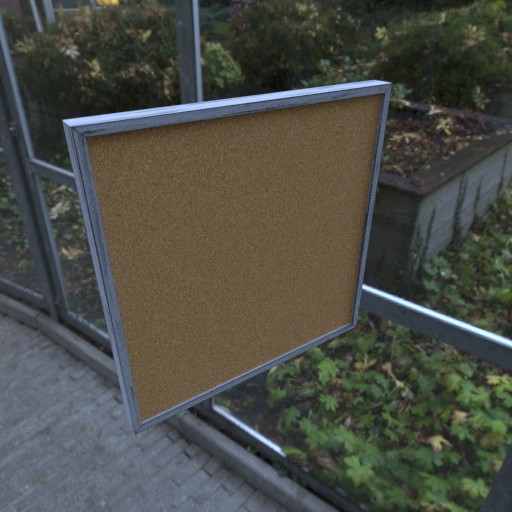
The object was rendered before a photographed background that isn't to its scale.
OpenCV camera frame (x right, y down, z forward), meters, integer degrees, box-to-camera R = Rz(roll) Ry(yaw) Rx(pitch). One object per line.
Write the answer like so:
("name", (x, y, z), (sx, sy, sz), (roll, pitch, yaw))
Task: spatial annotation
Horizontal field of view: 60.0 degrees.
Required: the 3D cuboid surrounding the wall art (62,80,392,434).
("wall art", (0.000, 0.000, 0.741), (0.506, 0.506, 0.038), (-19, 35, -28))
